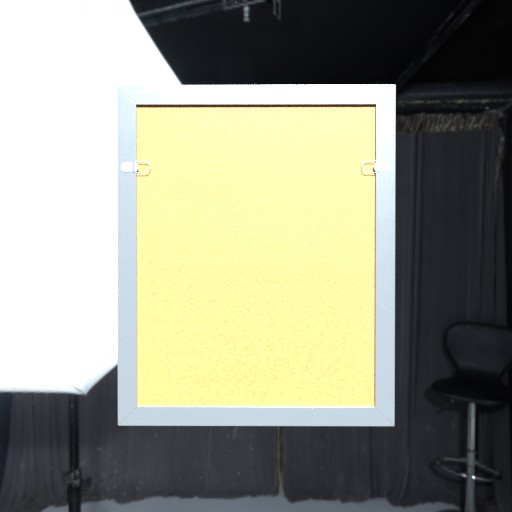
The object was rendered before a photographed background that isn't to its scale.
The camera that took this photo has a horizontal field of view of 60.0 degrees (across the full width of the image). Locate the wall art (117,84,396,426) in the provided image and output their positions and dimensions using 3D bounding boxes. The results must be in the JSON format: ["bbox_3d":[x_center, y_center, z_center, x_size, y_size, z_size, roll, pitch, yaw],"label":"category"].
[{"bbox_3d":[0.000,0.000,0.506,0.308,0.379,0.030,0,1,0],"label":"wall art"}]
